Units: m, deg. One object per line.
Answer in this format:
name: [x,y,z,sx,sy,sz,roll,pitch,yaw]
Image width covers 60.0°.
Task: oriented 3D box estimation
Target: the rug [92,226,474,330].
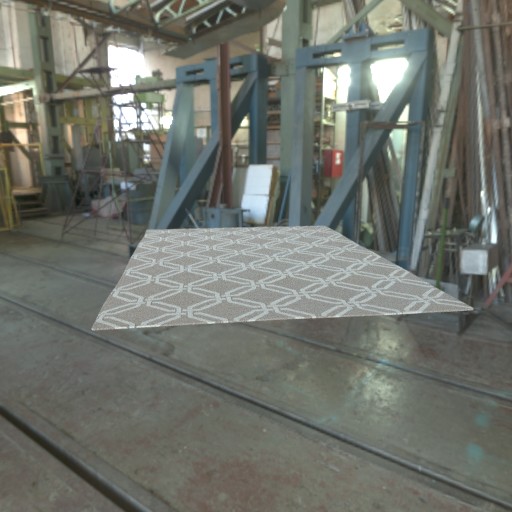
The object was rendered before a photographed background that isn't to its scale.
rug: [0.000,0.000,2.734,1.524,0.013,2.135,-2,13,-8]
